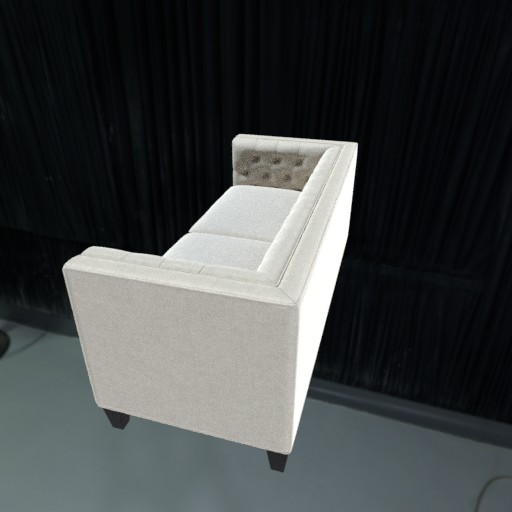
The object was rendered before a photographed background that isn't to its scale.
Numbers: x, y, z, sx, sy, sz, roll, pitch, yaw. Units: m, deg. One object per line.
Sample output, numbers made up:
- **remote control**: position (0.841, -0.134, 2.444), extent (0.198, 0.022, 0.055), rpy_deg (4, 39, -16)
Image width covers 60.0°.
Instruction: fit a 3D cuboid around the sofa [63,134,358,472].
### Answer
- **sofa**: position (0.000, 0.000, 2.232), extent (0.775, 0.762, 1.778), rpy_deg (8, 30, 14)
